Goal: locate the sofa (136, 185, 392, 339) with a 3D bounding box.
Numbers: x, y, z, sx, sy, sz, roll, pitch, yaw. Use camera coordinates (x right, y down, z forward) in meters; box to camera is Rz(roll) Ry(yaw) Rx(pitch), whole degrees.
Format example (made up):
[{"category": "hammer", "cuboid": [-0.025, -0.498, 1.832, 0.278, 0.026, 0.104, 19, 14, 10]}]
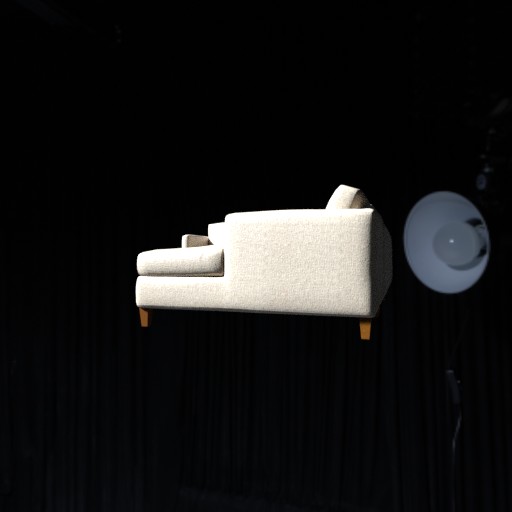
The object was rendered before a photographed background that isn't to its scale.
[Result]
[{"category": "sofa", "cuboid": [0.000, 0.000, 4.534, 2.594, 0.961, 3.460, 0, 0, 18]}]
